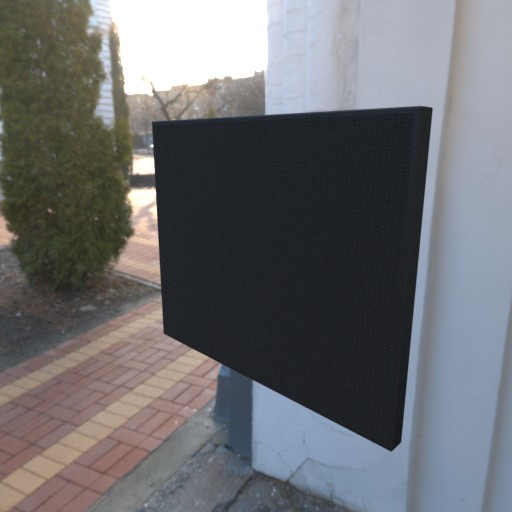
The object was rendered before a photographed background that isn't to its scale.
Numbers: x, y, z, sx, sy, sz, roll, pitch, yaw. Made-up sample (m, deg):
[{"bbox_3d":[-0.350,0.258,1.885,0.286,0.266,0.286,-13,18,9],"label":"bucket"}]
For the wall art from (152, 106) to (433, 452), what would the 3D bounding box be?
[{"bbox_3d":[0.000,0.000,0.760,0.559,0.458,0.029,14,20,43],"label":"wall art"}]
